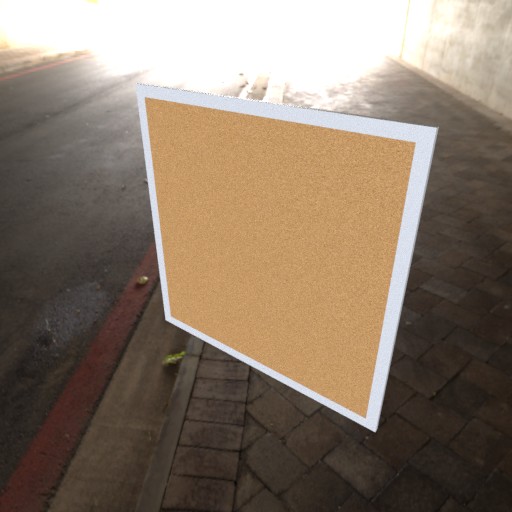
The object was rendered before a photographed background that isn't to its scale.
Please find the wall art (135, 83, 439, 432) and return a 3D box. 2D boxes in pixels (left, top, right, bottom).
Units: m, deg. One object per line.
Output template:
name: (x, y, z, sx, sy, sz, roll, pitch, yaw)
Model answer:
wall art: (0.000, 0.000, 1.207, 0.812, 0.813, 0.013, 20, 36, 31)
